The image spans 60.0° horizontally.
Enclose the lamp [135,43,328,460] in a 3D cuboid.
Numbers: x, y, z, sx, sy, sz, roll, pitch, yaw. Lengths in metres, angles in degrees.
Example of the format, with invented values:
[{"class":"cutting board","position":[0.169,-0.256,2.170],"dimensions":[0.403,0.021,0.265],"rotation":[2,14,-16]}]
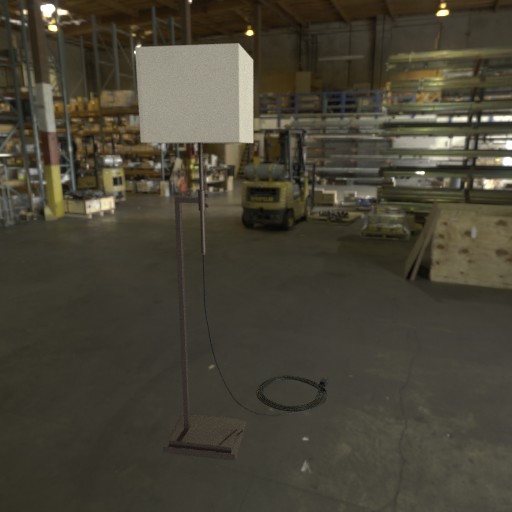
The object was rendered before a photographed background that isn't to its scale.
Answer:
[{"class":"lamp","position":[0.000,0.000,1.992],"dimensions":[0.698,1.600,0.774],"rotation":[2,14,9]}]
